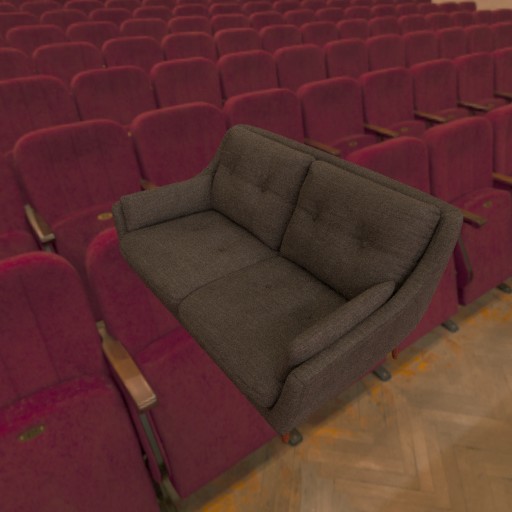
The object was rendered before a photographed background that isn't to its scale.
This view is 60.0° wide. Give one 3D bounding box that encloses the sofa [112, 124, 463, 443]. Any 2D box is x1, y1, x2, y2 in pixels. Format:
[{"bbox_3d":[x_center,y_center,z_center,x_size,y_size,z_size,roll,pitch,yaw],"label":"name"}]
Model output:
[{"bbox_3d":[0.000,0.000,2.229,0.976,0.887,1.646,-21,38,-30],"label":"sofa"}]
